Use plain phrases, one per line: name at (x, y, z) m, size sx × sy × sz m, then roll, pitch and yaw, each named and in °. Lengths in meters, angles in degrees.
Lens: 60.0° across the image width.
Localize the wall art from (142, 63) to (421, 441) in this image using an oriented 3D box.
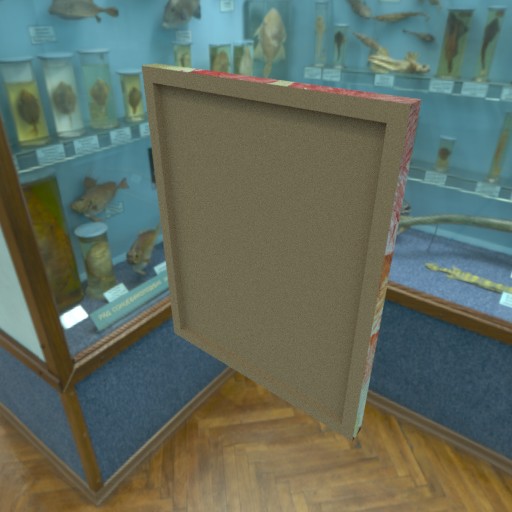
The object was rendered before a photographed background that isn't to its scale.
wall art at (0.000, 0.000, 0.677) m, size 0.406 × 0.508 × 0.028 m, roll 22°, pitch 38°, yaw 32°
